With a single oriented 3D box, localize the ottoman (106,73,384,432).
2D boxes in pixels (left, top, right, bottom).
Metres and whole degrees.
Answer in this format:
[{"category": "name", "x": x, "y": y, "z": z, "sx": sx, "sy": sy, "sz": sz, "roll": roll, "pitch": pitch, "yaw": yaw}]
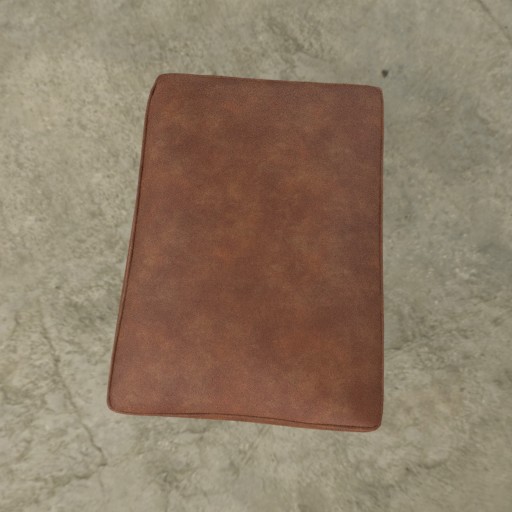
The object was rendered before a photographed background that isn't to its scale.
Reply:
[{"category": "ottoman", "x": 0.000, "y": 0.000, "z": 0.972, "sx": 0.501, "sy": 0.418, "sz": 0.665, "roll": 4, "pitch": 76, "yaw": 1}]
